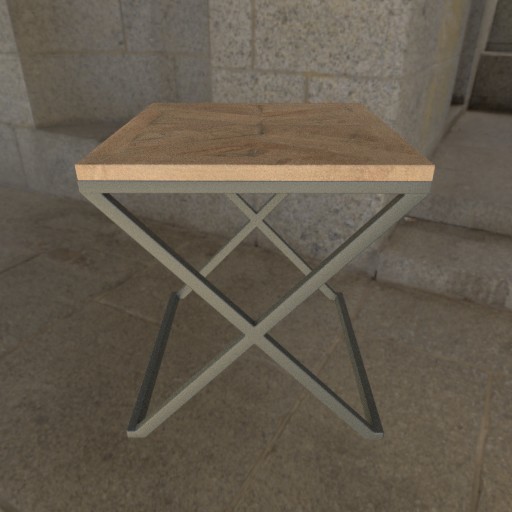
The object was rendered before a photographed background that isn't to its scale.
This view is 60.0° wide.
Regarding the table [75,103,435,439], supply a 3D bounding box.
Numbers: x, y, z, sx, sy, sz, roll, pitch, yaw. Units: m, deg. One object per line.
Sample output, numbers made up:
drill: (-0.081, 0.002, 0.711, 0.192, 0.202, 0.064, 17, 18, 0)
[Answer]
table: (0.000, 0.000, 0.952, 0.498, 0.550, 0.499, 0, 28, 0)
